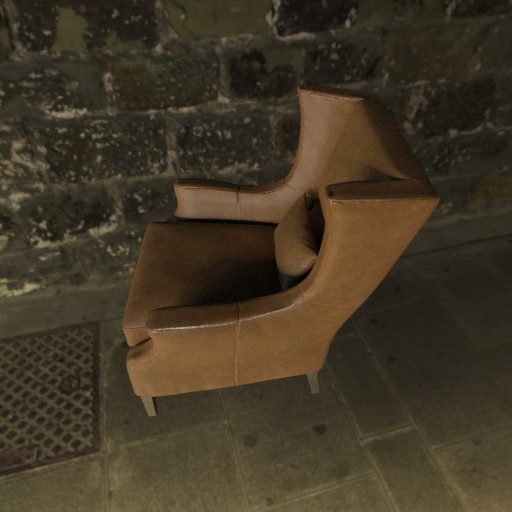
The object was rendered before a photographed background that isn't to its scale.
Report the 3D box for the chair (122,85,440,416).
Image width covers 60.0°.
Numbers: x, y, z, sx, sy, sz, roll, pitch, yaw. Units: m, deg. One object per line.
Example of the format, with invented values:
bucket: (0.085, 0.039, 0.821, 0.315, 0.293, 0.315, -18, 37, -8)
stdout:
chair: (0.000, 0.000, 1.672, 0.925, 1.016, 0.852, -1, 42, -1)
